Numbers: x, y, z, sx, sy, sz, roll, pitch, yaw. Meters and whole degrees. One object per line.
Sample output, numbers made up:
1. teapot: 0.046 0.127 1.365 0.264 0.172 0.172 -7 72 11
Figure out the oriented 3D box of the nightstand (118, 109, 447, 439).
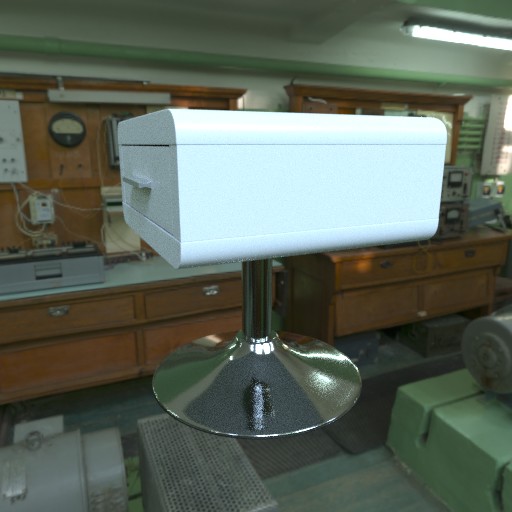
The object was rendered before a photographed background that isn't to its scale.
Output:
1. nightstand: 0.000 0.000 0.759 0.404 0.447 0.399 -7 16 -24
